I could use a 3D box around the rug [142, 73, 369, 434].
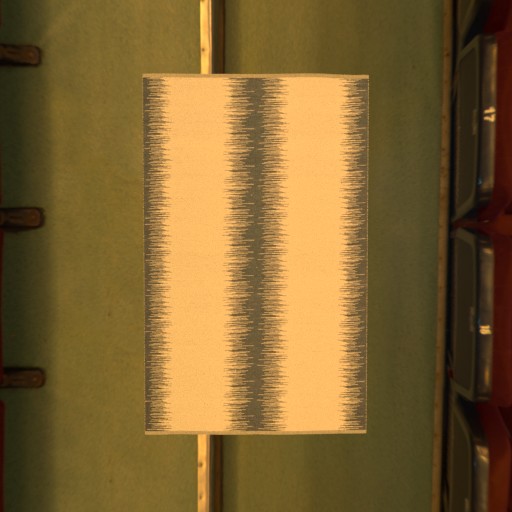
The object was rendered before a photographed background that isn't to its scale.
[{"bbox_3d":[0.000,0.000,3.009,1.519,0.003,2.453,0,92,-1],"label":"rug"}]
